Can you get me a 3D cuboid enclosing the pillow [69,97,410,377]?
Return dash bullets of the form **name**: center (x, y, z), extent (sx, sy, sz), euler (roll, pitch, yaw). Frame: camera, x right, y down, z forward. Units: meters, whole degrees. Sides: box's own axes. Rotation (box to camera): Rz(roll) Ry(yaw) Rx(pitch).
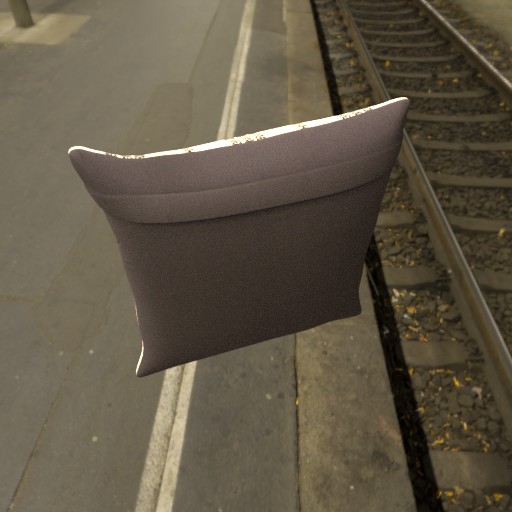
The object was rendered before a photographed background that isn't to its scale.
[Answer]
- **pillow**: center (0.000, 0.000, 0.629), extent (0.405, 0.406, 0.173), euler (-13, 44, -14)
